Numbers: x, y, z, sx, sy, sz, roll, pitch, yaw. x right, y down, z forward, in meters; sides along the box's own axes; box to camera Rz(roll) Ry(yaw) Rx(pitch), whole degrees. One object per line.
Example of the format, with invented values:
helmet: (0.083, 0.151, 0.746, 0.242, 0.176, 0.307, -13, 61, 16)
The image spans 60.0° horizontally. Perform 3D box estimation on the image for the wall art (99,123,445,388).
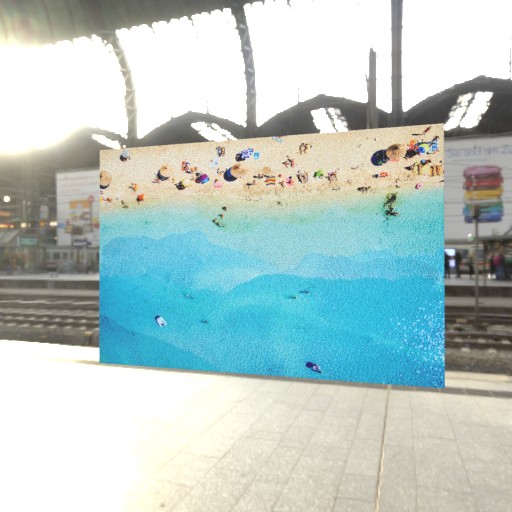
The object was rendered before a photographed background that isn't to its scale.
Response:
wall art: (0.000, 0.000, 1.142, 0.894, 0.595, 0.057, 0, -1, 16)
